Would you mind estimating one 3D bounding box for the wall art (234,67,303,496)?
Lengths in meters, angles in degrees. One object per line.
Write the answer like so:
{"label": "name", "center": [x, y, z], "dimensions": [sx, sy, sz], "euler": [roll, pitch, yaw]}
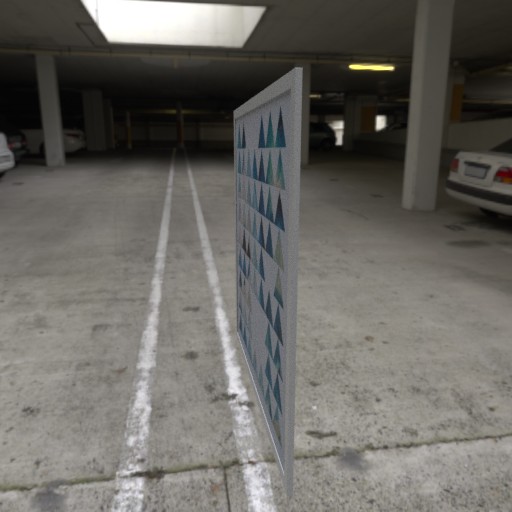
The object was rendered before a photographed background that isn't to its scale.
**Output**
{"label": "wall art", "center": [0.000, 0.000, 0.671], "dimensions": [0.007, 0.456, 0.456], "euler": [-2, 14, -10]}
